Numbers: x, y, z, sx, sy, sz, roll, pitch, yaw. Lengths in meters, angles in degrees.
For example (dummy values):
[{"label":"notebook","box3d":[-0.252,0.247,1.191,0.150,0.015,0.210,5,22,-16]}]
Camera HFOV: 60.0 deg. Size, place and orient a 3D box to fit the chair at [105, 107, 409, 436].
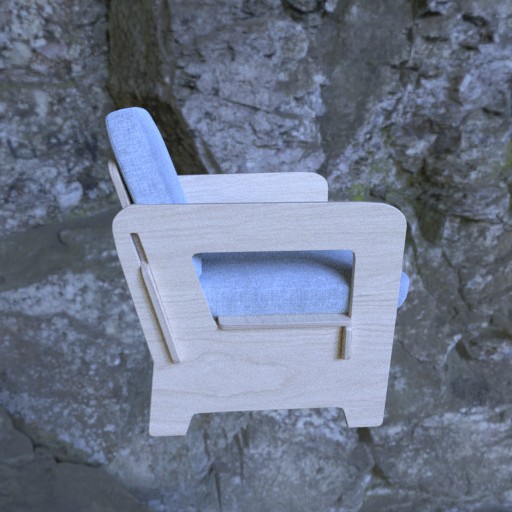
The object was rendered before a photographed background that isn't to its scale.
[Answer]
[{"label":"chair","box3d":[0.000,0.000,1.262,0.710,0.800,0.590,-3,18,-9]}]
